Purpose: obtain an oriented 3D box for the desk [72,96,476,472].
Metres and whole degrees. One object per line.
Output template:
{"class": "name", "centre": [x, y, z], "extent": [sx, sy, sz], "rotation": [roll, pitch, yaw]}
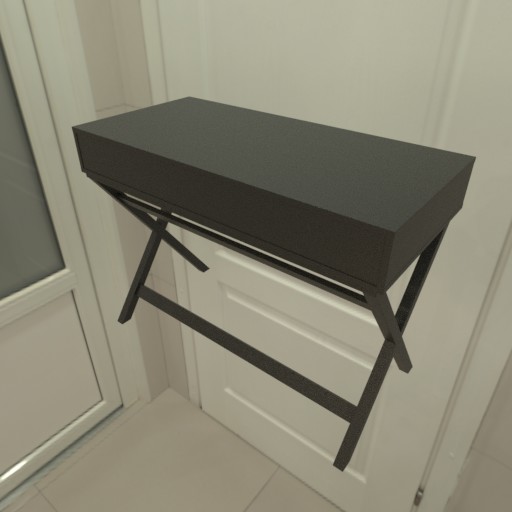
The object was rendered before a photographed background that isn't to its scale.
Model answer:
{"class": "desk", "centre": [0.000, 0.000, 1.470], "extent": [1.057, 0.780, 0.504], "rotation": [23, 39, 32]}
